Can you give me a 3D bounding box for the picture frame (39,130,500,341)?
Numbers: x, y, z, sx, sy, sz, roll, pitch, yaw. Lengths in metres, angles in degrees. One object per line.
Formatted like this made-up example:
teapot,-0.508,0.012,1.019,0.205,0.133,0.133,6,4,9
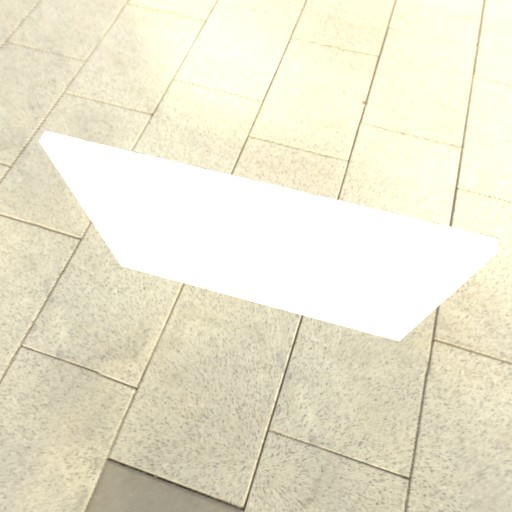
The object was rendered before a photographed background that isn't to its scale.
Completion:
picture frame,0.000,0.000,1.178,0.950,0.640,0.029,14,65,7
